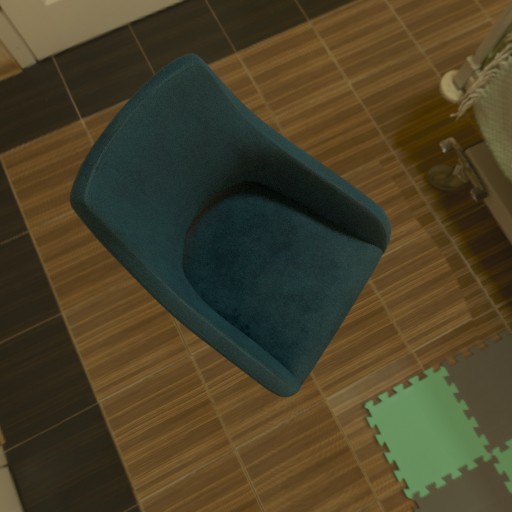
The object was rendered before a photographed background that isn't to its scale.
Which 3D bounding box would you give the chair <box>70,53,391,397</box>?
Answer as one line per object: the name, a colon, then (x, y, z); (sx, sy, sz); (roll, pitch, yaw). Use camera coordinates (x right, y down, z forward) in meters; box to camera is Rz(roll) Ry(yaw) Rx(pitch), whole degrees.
chair: (0.000, 0.000, 1.514); (0.794, 1.081, 0.683); (33, 78, 8)
